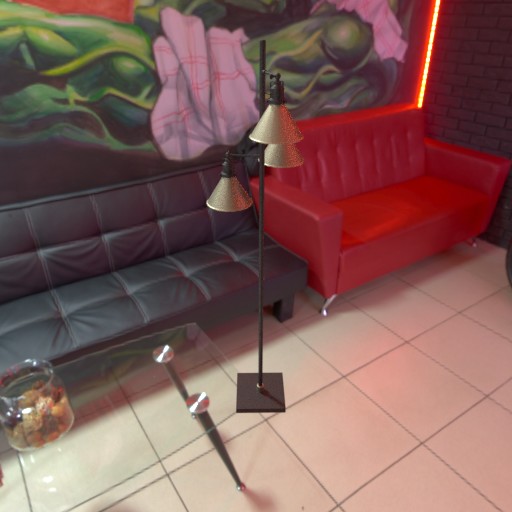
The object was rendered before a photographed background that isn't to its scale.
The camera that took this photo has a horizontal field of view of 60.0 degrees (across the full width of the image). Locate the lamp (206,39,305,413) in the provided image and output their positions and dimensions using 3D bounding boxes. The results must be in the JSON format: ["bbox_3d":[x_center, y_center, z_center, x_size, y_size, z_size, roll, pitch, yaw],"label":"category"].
[{"bbox_3d":[0.000,0.000,1.955,0.415,1.716,0.428,-1,29,-1],"label":"lamp"}]
